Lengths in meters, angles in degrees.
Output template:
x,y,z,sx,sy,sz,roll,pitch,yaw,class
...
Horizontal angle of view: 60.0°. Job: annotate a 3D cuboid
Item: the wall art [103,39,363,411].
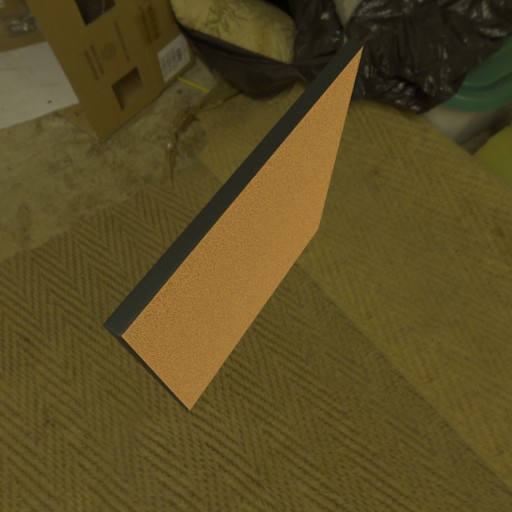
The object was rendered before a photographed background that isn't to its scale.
x,y,z,sx,sy,sz,roll,pitch,yaw,class
0.000,0.000,0.675,0.022,0.453,0.456,31,67,15,wall art
